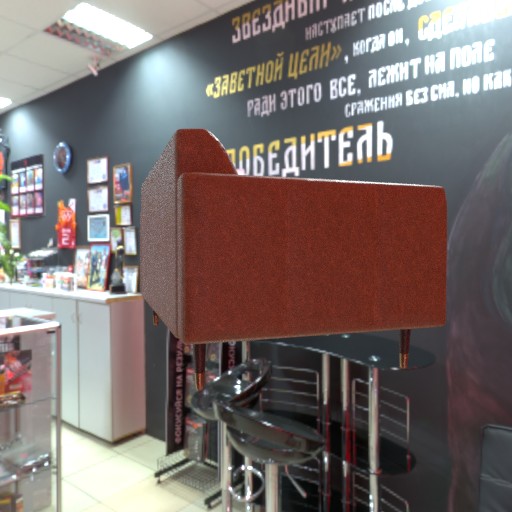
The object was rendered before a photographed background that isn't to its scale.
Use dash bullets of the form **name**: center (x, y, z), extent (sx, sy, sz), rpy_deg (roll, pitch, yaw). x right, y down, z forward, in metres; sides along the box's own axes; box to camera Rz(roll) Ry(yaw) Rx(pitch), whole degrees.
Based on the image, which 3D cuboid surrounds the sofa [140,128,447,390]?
- **sofa**: center (0.000, 0.000, 2.110), extent (0.960, 0.820, 1.549), rpy_deg (0, 1, -19)
